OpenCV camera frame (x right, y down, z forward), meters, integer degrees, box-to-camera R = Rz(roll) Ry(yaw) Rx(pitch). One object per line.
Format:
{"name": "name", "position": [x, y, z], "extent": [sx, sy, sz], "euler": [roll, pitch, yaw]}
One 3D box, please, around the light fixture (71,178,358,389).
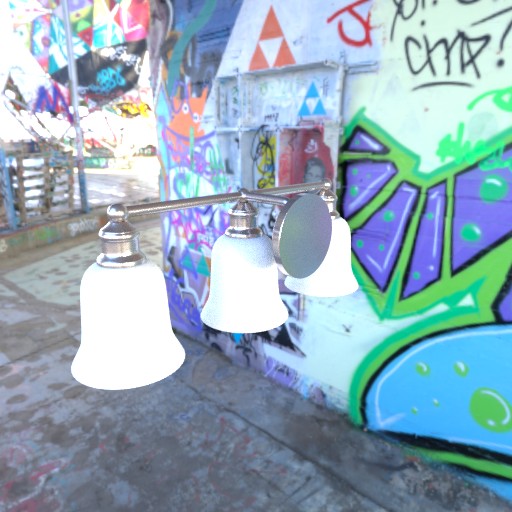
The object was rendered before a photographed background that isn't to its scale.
{"name": "light fixture", "position": [0.000, 0.000, 0.689], "extent": [0.198, 0.211, 0.570], "euler": [15, 21, 42]}
